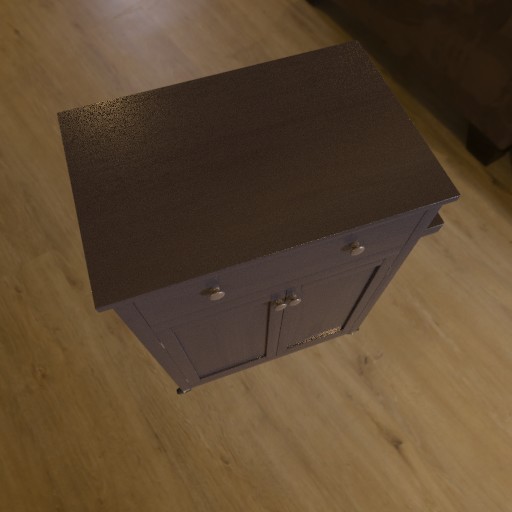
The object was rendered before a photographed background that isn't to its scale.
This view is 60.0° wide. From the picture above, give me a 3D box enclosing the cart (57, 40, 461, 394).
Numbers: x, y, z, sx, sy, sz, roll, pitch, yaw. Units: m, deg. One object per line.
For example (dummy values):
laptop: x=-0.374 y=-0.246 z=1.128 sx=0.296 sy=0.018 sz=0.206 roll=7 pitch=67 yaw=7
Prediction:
cart: x=0.000 y=0.000 z=1.231 sx=0.690 sy=0.878 sz=0.449 roll=-17 pitch=65 yaw=-8
